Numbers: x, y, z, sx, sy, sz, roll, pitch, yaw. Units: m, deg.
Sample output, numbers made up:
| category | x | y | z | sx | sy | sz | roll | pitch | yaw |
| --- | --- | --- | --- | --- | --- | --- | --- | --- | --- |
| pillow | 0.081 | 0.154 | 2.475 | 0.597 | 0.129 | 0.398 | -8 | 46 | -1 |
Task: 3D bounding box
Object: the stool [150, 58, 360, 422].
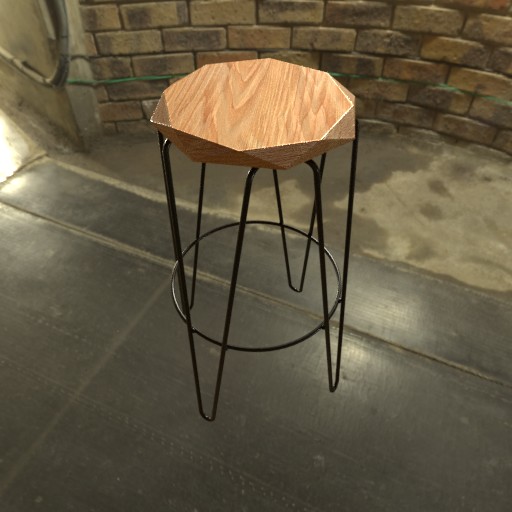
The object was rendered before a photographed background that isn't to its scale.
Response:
| category | x | y | z | sx | sy | sz | roll | pitch | yaw |
| --- | --- | --- | --- | --- | --- | --- | --- | --- | --- |
| stool | 0.000 | 0.000 | 0.806 | 0.326 | 0.610 | 0.326 | -10 | 47 | -9 |
